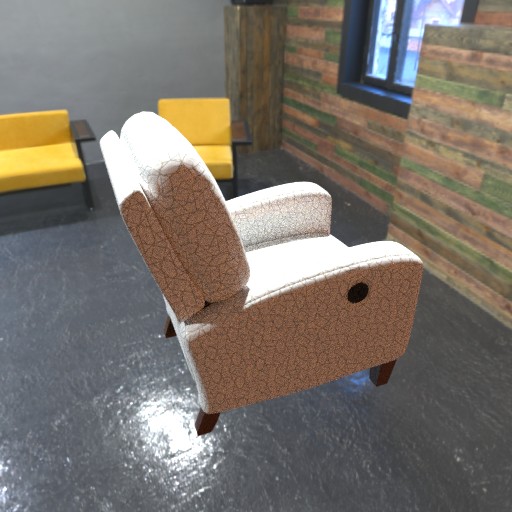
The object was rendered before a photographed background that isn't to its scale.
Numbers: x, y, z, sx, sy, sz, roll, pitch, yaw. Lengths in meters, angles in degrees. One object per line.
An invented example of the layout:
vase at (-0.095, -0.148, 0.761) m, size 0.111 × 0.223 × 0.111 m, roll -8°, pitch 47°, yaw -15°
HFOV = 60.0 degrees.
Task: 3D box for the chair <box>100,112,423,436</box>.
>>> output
chair at (0.000, 0.000, 1.751) m, size 0.995 × 1.064 × 0.796 m, roll -11°, pitch 32°, yaw -18°
